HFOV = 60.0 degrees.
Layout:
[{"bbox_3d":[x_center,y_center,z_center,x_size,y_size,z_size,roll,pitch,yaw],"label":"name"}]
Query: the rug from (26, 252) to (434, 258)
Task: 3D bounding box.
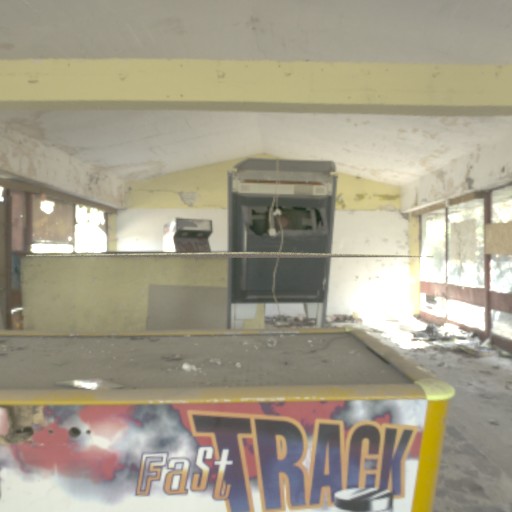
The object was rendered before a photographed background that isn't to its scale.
[{"bbox_3d":[0.000,0.000,4.277,2.437,0.014,3.201,0,-1,37],"label":"rug"}]
